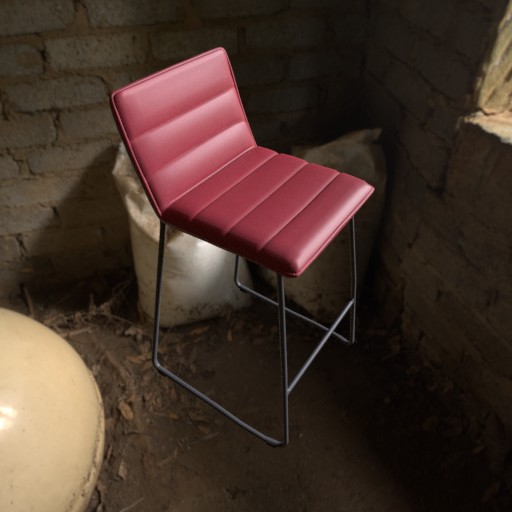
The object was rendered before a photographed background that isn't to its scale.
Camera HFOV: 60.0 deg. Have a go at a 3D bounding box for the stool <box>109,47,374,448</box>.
[{"bbox_3d":[0.000,0.000,1.231,0.524,0.937,0.489,25,48,25],"label":"stool"}]
